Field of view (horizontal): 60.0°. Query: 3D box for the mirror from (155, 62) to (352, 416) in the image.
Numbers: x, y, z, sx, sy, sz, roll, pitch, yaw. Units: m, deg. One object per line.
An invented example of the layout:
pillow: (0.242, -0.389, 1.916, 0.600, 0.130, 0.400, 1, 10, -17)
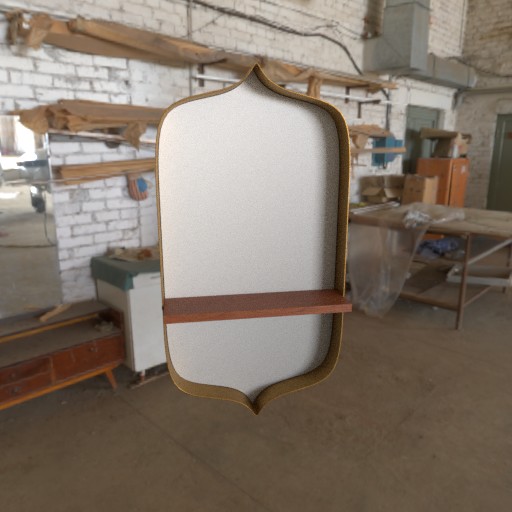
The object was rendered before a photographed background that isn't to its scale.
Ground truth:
mirror: (0.000, 0.000, 0.755, 0.323, 0.613, 0.096, -2, 14, -10)
